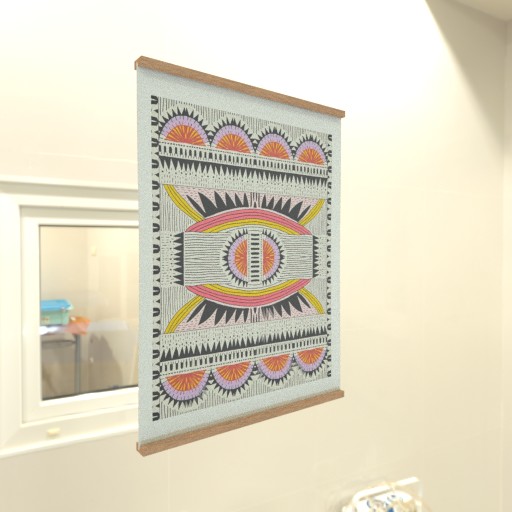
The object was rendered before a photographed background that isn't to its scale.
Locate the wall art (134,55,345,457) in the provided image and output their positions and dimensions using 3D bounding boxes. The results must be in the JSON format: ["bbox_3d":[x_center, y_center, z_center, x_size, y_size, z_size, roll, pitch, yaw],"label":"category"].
[{"bbox_3d":[0.000,0.000,0.820,0.456,0.609,0.028,-1,1,-37],"label":"wall art"}]
